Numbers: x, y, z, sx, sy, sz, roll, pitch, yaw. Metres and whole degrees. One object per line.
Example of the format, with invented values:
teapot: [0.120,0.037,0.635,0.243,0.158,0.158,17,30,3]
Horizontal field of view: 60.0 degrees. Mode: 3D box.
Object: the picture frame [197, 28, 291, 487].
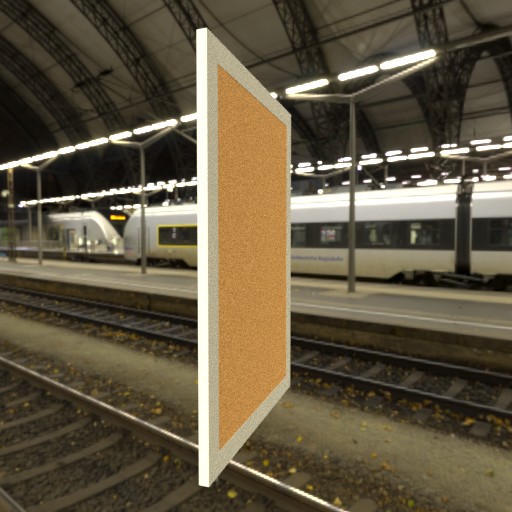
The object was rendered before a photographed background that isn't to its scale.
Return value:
picture frame: [0.000,0.000,0.598,0.011,0.459,0.326,1,3,19]
